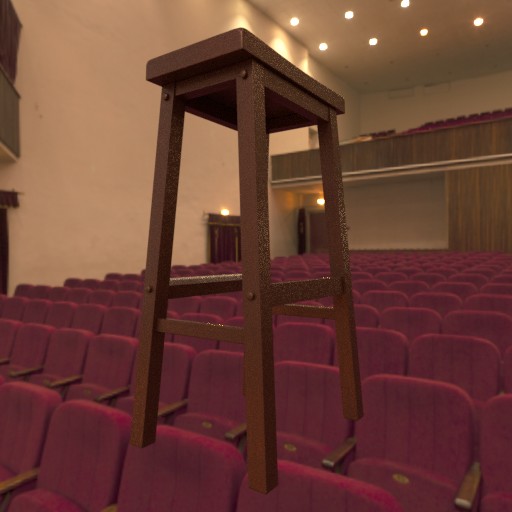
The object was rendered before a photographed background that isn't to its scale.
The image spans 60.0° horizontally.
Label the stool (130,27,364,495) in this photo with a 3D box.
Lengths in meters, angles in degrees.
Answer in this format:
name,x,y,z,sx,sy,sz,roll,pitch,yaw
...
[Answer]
name,x,y,z,sx,sy,sz,roll,pitch,yaw
stool,0.000,0.000,0.944,0.322,0.742,0.406,0,0,35
